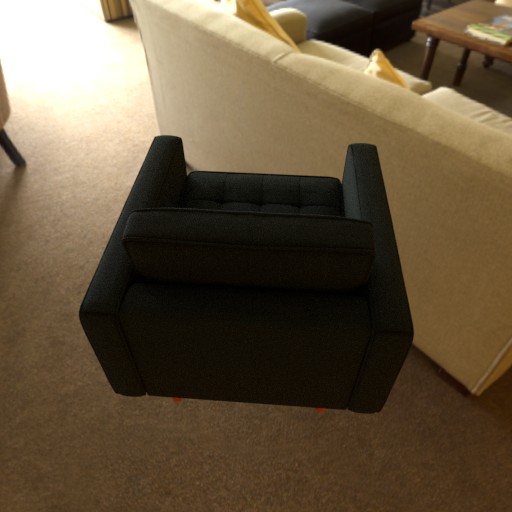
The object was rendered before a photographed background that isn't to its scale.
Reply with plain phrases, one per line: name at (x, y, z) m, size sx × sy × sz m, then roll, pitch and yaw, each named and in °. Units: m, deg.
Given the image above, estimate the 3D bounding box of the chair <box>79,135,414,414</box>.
chair at (0.000, 0.000, 1.596) m, size 0.899 × 0.770 × 0.920 m, roll 3°, pitch 46°, yaw 3°
